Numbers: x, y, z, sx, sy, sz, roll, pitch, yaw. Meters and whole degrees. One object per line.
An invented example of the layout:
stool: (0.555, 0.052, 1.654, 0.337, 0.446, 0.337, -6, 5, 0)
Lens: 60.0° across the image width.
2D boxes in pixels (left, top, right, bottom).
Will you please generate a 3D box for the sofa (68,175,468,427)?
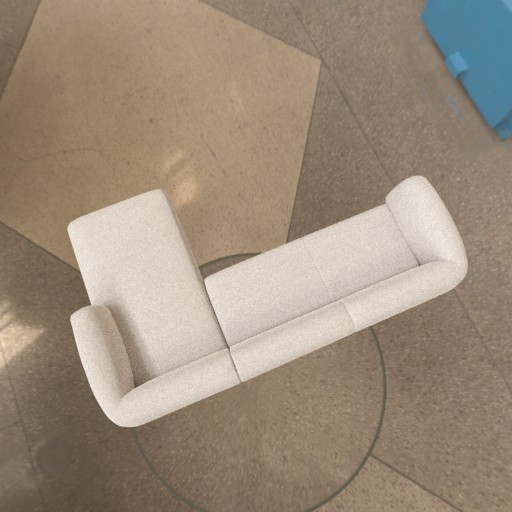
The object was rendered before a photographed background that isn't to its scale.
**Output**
sofa: (0.000, 0.000, 3.332, 2.660, 0.730, 1.610, -22, 76, -6)
